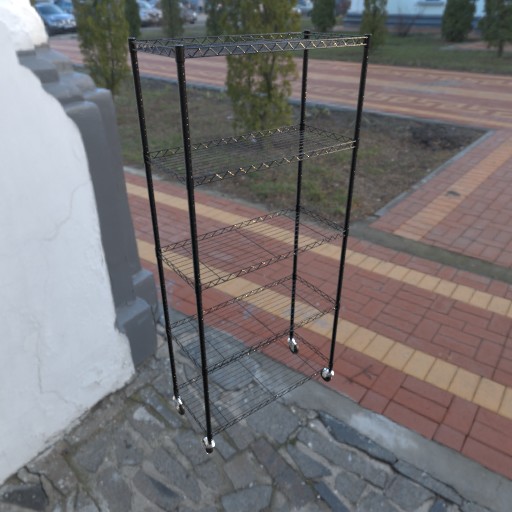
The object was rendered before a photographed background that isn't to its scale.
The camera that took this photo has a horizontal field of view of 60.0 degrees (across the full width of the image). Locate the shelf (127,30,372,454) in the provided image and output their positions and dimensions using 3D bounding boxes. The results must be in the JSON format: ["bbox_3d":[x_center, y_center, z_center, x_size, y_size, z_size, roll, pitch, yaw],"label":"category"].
[{"bbox_3d":[0.000,0.000,1.847,0.762,1.645,0.356,-20,36,-31],"label":"shelf"}]
